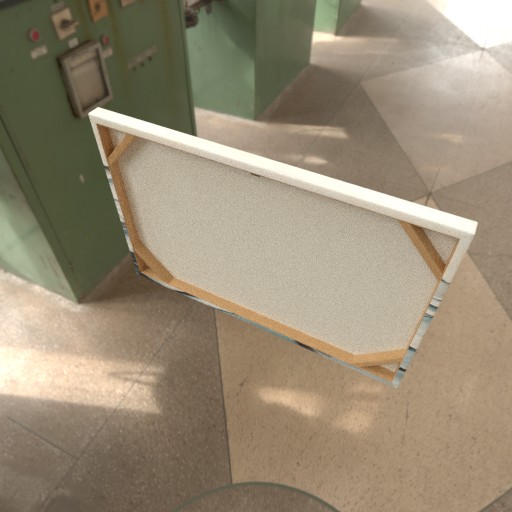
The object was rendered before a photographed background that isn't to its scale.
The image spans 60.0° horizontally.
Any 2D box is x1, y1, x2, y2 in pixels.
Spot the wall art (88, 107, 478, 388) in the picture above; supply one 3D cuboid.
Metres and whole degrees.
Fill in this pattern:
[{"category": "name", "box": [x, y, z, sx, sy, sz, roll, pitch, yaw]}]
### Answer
[{"category": "wall art", "box": [0.000, 0.000, 1.180, 0.914, 0.609, 0.039, 21, 51, 18]}]
